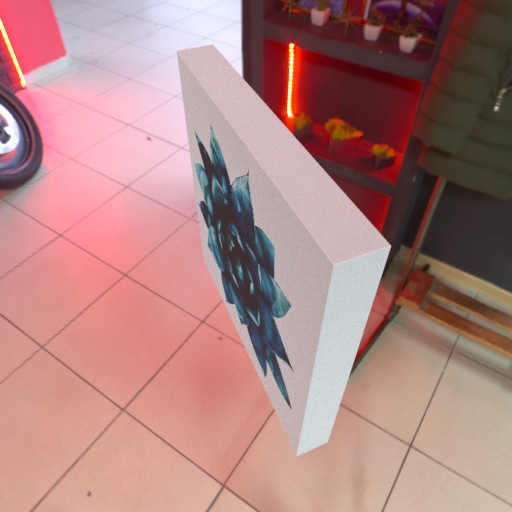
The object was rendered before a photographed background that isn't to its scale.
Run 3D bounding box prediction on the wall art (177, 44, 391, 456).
[{"bbox_3d":[0.000,0.000,0.455,0.038,0.305,0.305,-18,50,-16],"label":"wall art"}]
